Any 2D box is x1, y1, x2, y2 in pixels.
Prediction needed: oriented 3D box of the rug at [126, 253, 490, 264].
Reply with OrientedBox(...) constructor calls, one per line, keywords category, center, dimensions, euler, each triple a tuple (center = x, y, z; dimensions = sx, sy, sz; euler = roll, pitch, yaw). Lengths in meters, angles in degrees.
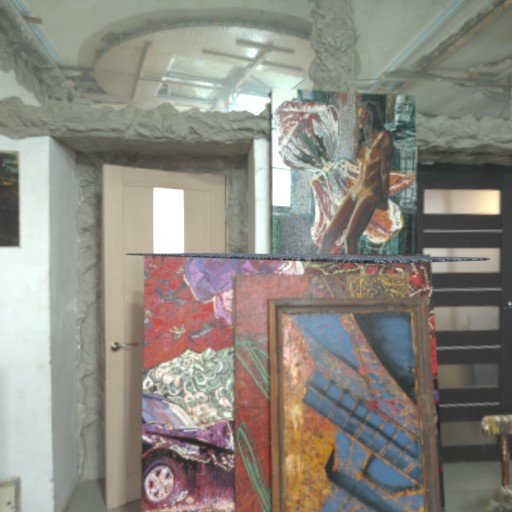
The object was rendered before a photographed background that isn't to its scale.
OrientedBox(category="rug", center=(0.000, 0.000, 2.521), dimensions=(0.719, 0.013, 2.306), euler=(-1, 1, -36))
